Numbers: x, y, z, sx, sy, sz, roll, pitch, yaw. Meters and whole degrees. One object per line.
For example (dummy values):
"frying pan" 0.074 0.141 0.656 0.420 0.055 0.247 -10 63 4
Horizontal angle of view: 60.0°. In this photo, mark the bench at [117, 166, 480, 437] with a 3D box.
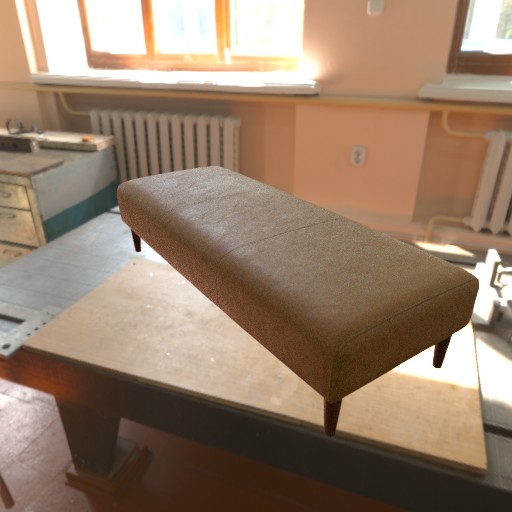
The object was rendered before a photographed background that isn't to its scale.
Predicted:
"bench" 0.000 0.000 1.875 0.653 0.399 1.610 -17 31 -31
